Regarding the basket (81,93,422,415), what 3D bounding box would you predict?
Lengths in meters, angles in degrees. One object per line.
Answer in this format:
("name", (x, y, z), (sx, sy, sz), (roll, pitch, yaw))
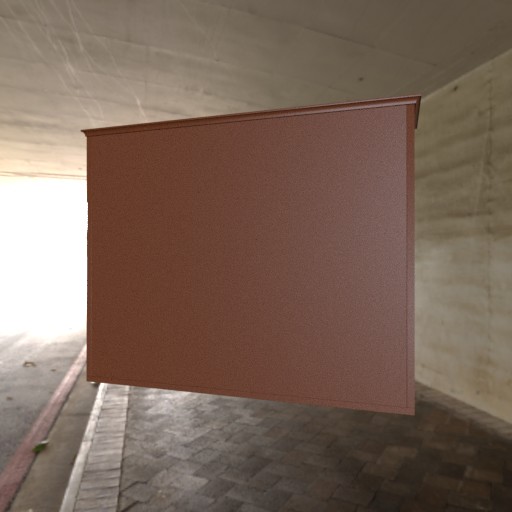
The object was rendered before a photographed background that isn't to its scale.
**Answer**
("basket", (0.000, 0.000, 1.154), (0.792, 0.625, 0.376), (0, 0, 18))
